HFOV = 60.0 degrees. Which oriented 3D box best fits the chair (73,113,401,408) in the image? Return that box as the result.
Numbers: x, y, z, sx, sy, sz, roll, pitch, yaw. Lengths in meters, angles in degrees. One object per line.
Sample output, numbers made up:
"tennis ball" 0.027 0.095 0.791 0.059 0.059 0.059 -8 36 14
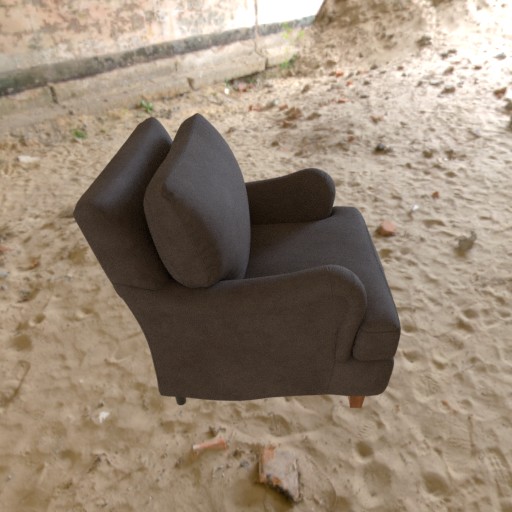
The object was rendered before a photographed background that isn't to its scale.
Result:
"chair" 0.000 0.000 1.884 1.070 0.997 0.955 1 34 1
